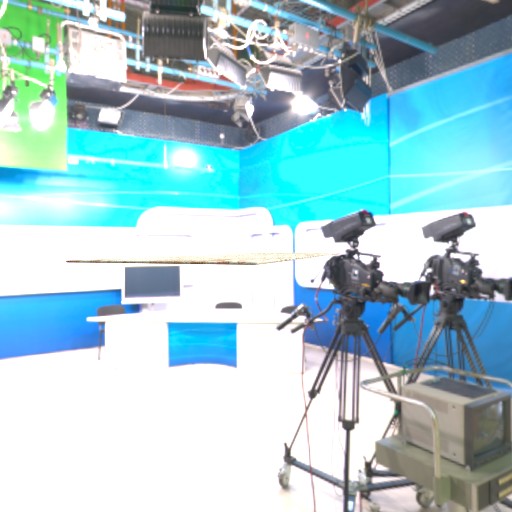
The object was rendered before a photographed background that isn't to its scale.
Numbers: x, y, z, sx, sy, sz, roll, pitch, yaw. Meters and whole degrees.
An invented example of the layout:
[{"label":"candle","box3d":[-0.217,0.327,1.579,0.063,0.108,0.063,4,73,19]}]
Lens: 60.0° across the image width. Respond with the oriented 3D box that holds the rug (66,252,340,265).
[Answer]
[{"label":"rug","box3d":[0.000,0.000,2.714,0.750,0.011,2.435,0,1,17]}]
